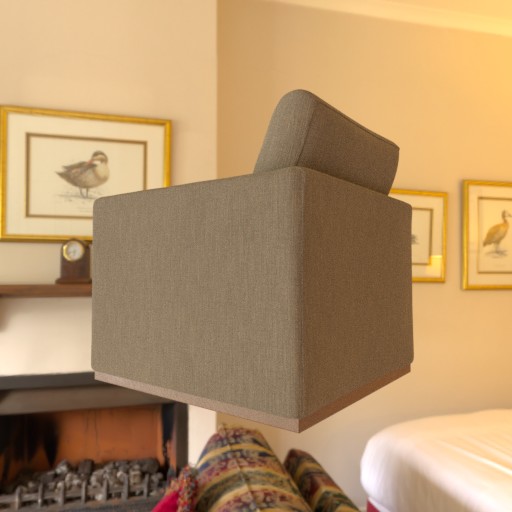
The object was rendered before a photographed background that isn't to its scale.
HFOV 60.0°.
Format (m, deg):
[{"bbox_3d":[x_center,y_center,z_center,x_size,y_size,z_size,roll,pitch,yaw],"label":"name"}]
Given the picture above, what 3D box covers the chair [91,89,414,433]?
[{"bbox_3d":[0.000,0.000,1.511,0.834,0.811,0.763,-1,-2,37],"label":"chair"}]
